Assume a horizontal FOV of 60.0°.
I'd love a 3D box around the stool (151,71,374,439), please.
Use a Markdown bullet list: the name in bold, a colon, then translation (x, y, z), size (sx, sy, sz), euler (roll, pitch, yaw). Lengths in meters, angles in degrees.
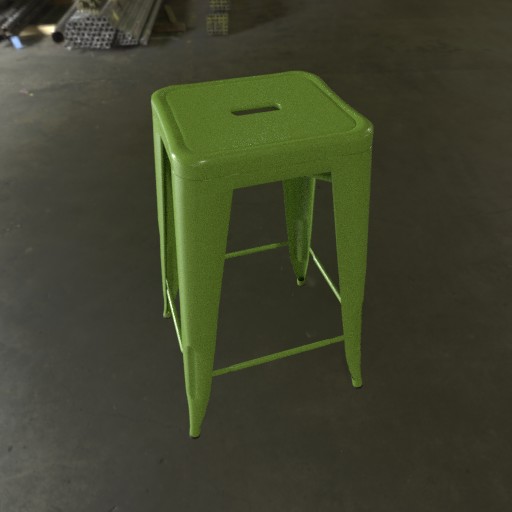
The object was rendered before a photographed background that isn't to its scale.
- **stool**: translation (0.000, 0.000, 0.874), size (0.398, 0.609, 0.358), euler (-12, 44, -13)
